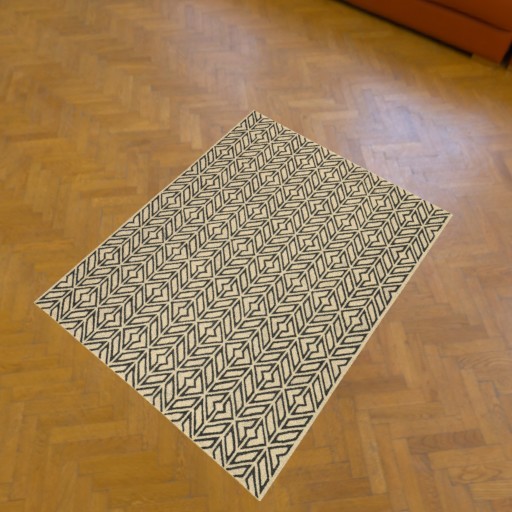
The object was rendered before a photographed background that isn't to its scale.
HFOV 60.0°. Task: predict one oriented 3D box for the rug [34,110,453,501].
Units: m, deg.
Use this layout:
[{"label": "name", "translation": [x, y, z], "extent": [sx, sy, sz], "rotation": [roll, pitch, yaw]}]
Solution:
[{"label": "rug", "translation": [0.000, 0.000, 4.007], "extent": [2.421, 0.008, 3.045], "rotation": [33, 64, 19]}]
